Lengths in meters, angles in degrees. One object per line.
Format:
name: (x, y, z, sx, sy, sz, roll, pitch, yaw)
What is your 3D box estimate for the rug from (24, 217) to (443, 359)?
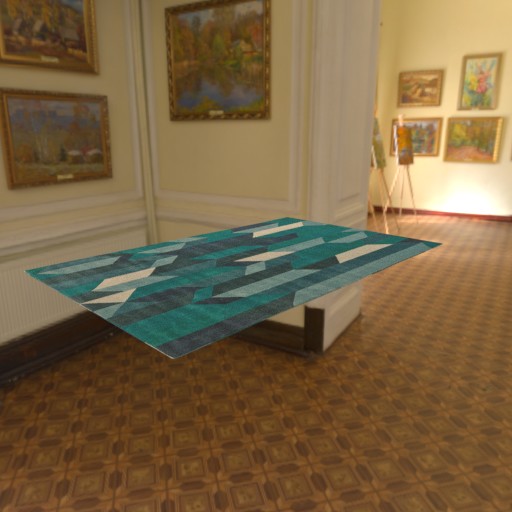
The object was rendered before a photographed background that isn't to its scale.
rug: (0.000, 0.000, 2.967, 1.528, 0.005, 2.420, 15, 21, 42)
